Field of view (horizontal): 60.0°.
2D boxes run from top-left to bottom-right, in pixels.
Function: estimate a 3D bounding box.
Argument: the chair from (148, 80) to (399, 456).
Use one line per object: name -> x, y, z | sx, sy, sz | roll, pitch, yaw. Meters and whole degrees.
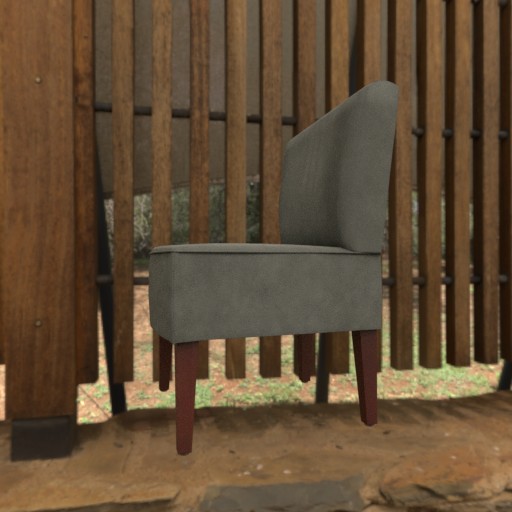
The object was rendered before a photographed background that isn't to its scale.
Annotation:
chair -> 0.000, 0.000, 1.174 | 0.554, 0.806, 0.521 | 0, -1, -17
